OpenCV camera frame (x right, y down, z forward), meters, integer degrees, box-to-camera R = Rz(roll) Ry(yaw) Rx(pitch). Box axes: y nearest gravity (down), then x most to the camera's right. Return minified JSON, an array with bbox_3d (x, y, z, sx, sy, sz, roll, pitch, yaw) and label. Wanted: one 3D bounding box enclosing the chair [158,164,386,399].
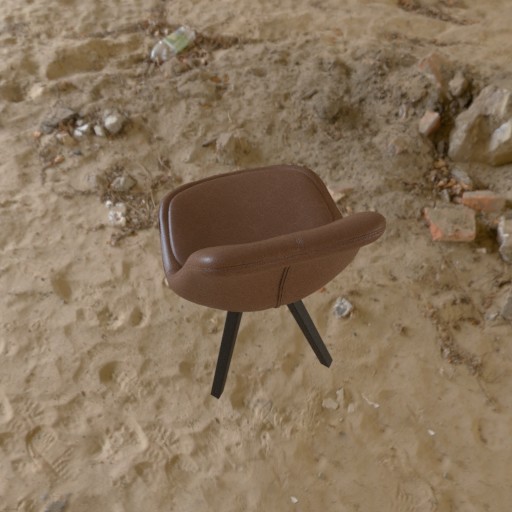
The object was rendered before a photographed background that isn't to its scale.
[{"bbox_3d":[0.000,0.000,1.176,0.475,0.850,0.550,-13,58,-8],"label":"chair"}]
